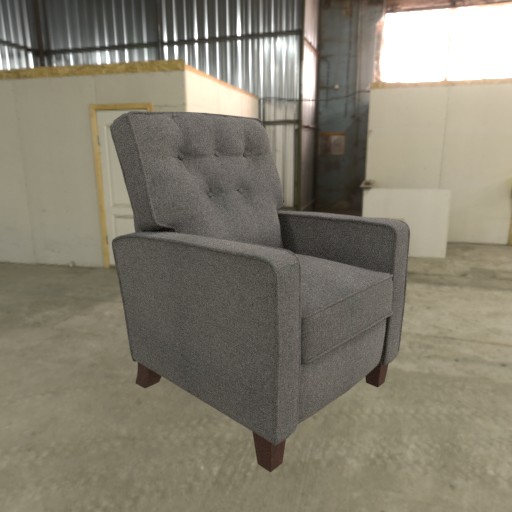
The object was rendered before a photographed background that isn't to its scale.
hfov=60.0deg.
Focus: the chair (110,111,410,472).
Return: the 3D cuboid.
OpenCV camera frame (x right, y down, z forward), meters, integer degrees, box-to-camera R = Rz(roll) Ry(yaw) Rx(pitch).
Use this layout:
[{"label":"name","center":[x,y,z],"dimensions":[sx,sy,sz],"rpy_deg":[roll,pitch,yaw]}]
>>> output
[{"label":"chair","center":[0.000,0.000,1.415],"dimensions":[0.775,0.889,0.650],"rpy_deg":[13,20,42]}]
